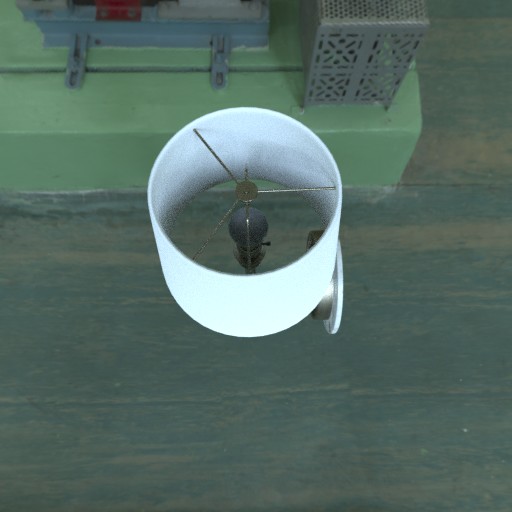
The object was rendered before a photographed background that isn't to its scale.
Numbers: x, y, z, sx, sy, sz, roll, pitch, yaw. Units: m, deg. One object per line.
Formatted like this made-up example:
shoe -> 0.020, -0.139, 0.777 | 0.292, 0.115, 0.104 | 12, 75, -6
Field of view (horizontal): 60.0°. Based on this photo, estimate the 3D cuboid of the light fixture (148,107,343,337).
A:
light fixture -> 0.000, 0.000, 0.458 | 0.188, 0.337, 0.168 | -2, 74, 0
